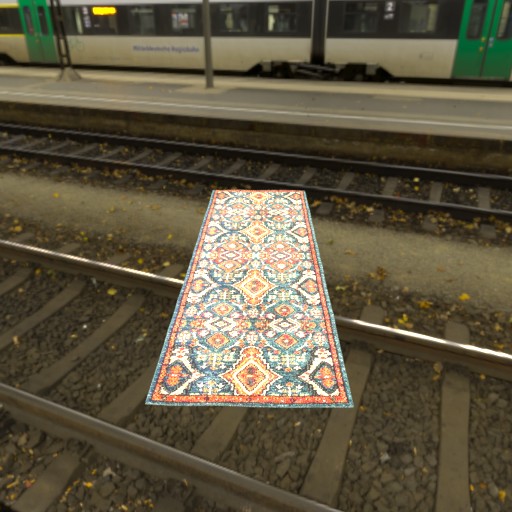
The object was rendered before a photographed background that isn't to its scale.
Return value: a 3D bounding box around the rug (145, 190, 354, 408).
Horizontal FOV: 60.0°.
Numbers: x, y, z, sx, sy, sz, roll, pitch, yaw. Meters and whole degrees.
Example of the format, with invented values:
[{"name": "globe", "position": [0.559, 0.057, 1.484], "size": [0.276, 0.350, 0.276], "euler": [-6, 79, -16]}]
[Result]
[{"name": "rug", "position": [0.000, 0.000, 2.767], "size": [0.801, 0.010, 2.459], "euler": [1, 28, 1]}]
